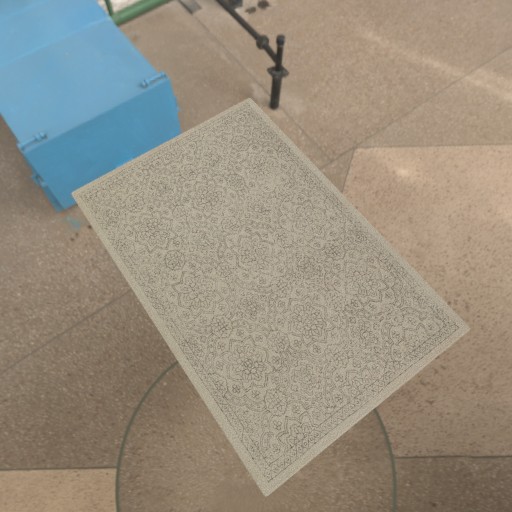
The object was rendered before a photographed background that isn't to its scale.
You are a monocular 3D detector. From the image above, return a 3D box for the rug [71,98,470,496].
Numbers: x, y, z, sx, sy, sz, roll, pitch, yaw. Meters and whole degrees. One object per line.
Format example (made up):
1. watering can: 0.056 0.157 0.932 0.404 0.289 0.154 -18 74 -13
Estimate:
1. rug: 0.000 0.000 2.290 1.219 0.010 1.829 -33 69 -15
